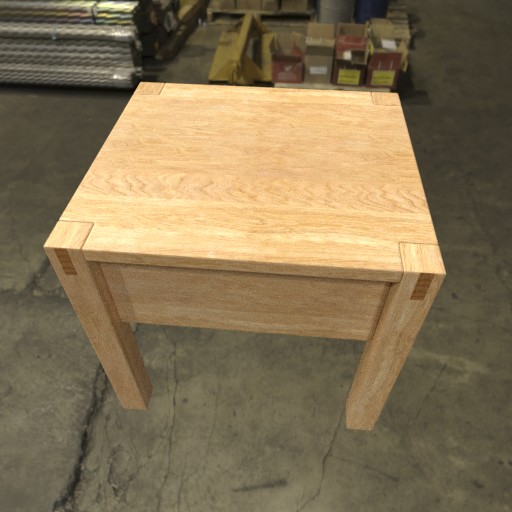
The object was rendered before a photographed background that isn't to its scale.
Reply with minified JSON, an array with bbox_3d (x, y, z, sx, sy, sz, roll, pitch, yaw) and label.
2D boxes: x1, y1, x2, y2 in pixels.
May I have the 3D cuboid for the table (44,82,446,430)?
[{"bbox_3d":[0.000,0.000,0.836,0.480,0.450,0.440,4,47,4],"label":"table"}]
